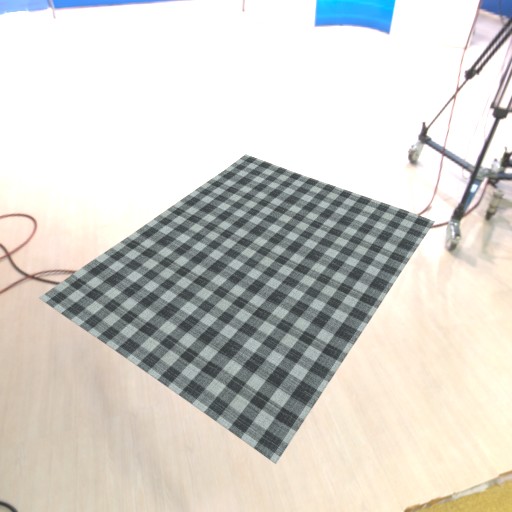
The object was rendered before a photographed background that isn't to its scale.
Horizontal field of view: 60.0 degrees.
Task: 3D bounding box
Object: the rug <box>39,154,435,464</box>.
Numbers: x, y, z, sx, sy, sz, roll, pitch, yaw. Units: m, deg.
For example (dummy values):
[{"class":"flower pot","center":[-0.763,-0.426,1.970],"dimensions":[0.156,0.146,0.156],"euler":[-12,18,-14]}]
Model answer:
[{"class":"rug","center":[0.000,0.000,4.203],"dimensions":[2.432,0.013,3.021],"euler":[25,48,25]}]
